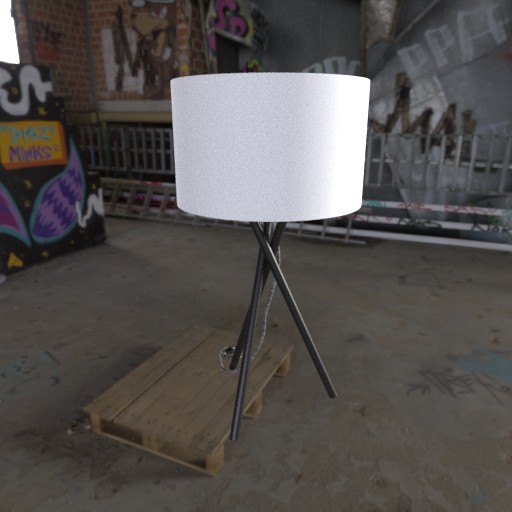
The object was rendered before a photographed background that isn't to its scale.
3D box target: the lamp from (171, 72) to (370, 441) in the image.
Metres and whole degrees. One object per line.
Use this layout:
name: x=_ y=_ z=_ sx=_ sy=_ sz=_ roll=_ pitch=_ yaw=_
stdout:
lamp: x=0.000 y=0.000 z=0.925 sx=0.422 sy=0.674 sz=0.353 roll=16 pitch=23 yaw=42
